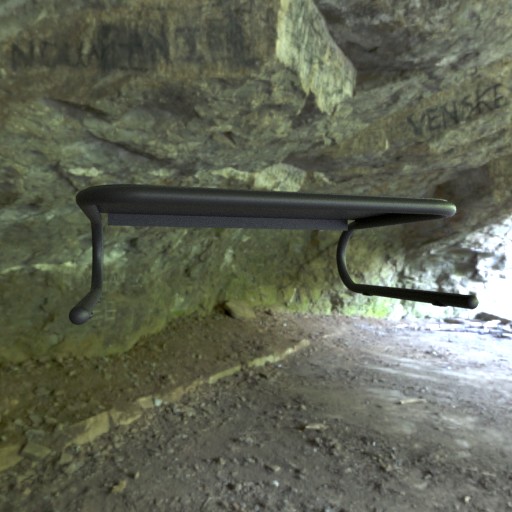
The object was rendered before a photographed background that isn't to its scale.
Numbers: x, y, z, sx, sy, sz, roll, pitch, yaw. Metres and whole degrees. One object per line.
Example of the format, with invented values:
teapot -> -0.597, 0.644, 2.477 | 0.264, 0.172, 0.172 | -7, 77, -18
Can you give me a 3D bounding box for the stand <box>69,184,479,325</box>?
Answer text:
stand -> 0.000, 0.000, 0.509 | 0.370, 0.108, 0.280 | 0, -1, -17
